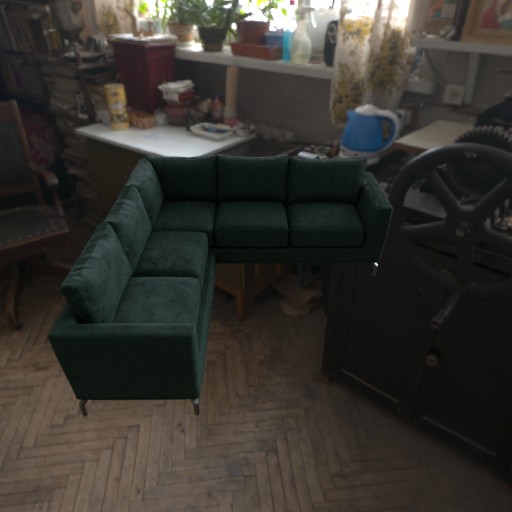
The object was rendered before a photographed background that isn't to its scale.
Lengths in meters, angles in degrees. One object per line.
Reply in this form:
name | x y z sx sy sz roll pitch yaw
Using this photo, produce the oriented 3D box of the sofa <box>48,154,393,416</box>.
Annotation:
sofa | 0.000 0.000 3.717 2.452 1.004 2.468 0 33 0
